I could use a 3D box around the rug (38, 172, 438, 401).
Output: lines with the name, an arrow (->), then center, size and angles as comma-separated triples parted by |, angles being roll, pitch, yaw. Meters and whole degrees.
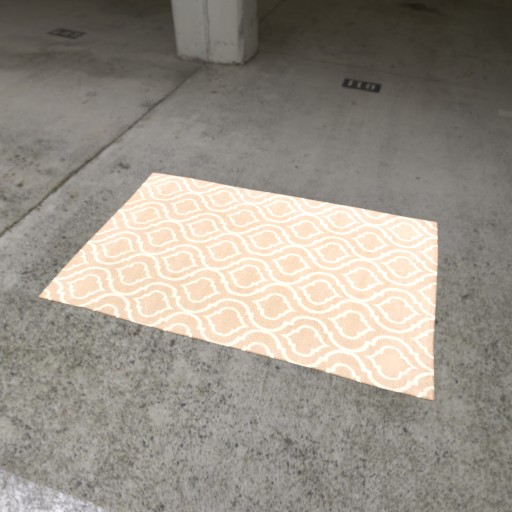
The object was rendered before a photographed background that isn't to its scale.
rug -> 0.000, 0.000, 2.247 | 1.761, 0.013, 1.152 | 12, 43, 13
